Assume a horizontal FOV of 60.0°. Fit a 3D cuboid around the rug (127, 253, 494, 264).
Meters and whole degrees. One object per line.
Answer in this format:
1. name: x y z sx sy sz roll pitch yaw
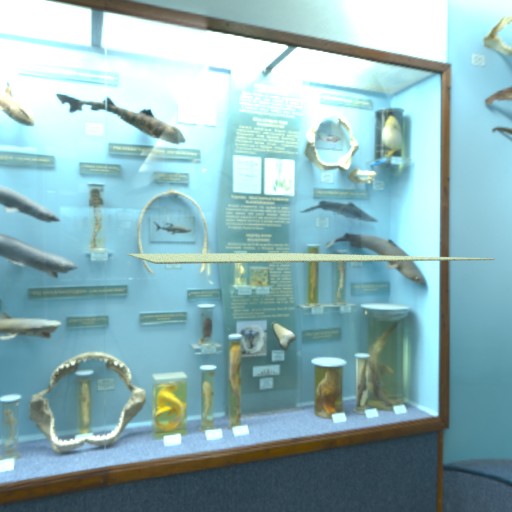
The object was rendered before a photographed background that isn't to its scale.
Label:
1. rug: 0.000 0.000 2.159 1.143 0.006 1.747 0 1 -19
